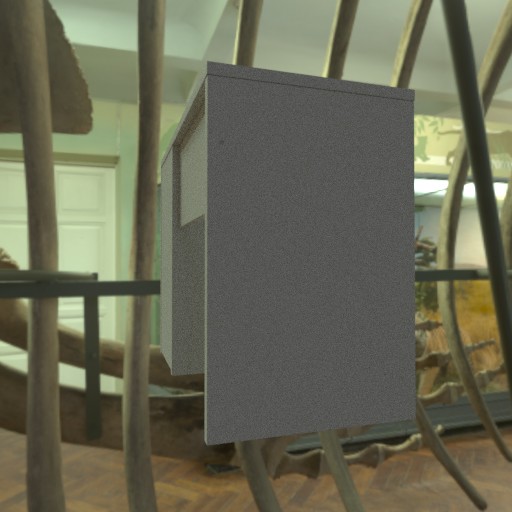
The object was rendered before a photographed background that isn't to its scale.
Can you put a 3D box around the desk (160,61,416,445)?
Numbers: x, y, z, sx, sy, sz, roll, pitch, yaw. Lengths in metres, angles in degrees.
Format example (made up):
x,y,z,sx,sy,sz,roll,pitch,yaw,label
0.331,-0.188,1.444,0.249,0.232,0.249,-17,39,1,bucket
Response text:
x,y,z,sx,sy,sz,roll,pitch,yaw,label
0.000,0.000,1.340,0.482,0.730,0.898,0,-1,-18,desk
